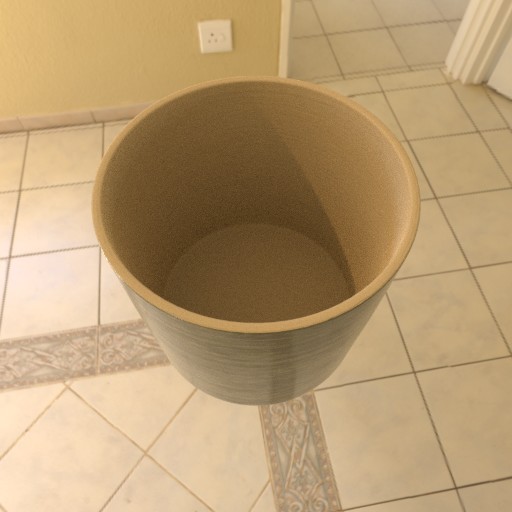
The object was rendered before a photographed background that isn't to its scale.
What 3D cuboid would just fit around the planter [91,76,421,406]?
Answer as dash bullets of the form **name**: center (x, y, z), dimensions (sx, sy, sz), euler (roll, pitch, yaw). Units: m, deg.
- **planter**: center (0.000, 0.000, 0.389), dimensions (0.221, 0.201, 0.221), euler (0, 59, 0)
